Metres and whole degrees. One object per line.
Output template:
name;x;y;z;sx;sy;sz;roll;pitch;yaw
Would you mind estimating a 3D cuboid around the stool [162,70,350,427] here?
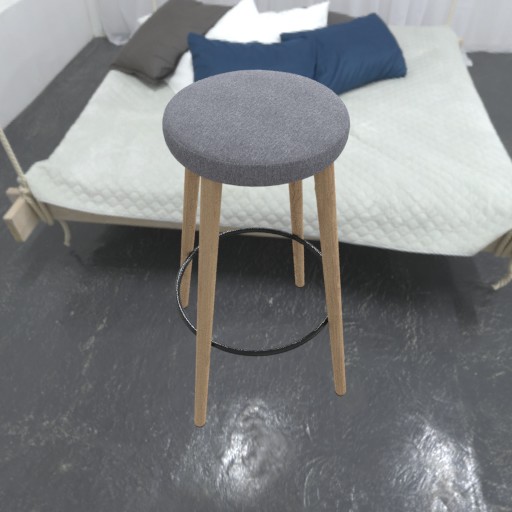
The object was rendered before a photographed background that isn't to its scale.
stool;0.000;0.000;1.018;0.410;0.770;0.410;-9;48;-9
